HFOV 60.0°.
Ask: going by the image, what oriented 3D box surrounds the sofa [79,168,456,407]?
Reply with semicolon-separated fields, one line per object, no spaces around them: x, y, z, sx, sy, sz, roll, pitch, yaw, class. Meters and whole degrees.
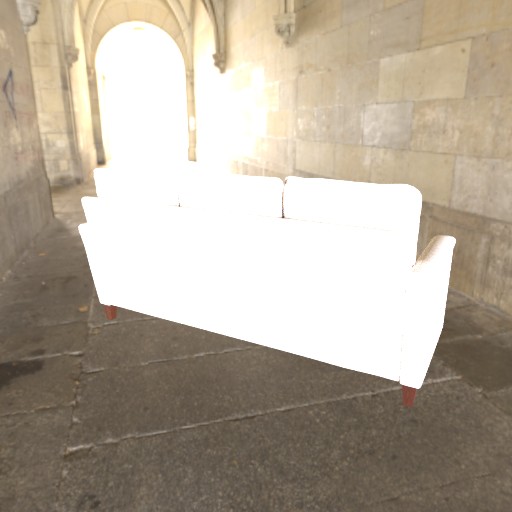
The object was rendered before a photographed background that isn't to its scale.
0.000;0.000;2.440;1.925;0.961;0.828;9;19;28;sofa
